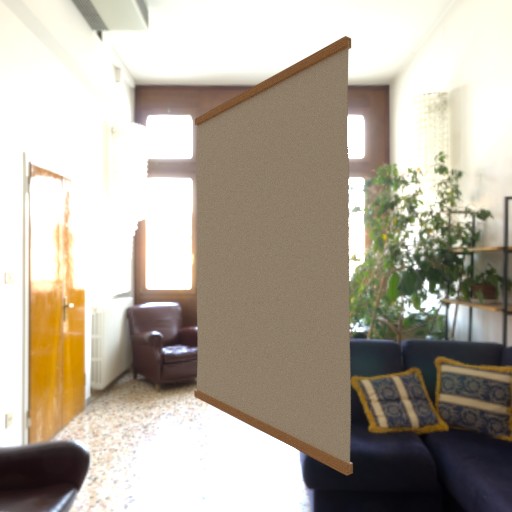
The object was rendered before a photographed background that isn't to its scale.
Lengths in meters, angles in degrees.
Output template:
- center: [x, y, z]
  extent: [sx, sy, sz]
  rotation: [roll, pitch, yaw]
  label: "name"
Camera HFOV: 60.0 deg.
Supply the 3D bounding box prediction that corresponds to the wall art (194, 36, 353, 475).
- center: [0.000, 0.000, 1.329]
  extent: [0.020, 1.016, 0.739]
  rotation: [1, -1, -36]
  label: "wall art"
